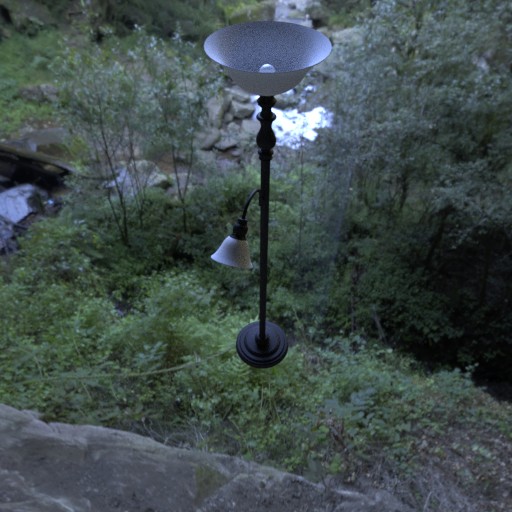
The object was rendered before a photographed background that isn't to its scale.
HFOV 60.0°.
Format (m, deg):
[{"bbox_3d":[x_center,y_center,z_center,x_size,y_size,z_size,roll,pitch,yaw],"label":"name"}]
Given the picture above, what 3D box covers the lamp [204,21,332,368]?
[{"bbox_3d":[0.000,0.000,2.007,0.405,1.793,0.588,18,50,16],"label":"lamp"}]
